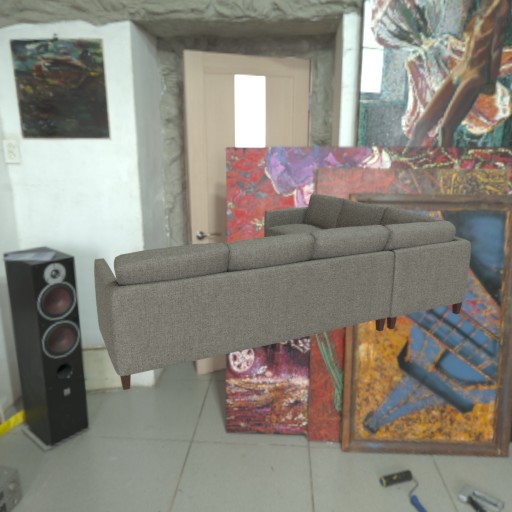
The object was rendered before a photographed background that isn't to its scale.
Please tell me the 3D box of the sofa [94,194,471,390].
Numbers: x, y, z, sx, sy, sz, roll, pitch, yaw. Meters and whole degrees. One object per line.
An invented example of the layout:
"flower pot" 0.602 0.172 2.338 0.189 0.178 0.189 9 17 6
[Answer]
"sofa" 0.000 0.000 4.626 3.302 0.947 2.593 -7 16 -25
